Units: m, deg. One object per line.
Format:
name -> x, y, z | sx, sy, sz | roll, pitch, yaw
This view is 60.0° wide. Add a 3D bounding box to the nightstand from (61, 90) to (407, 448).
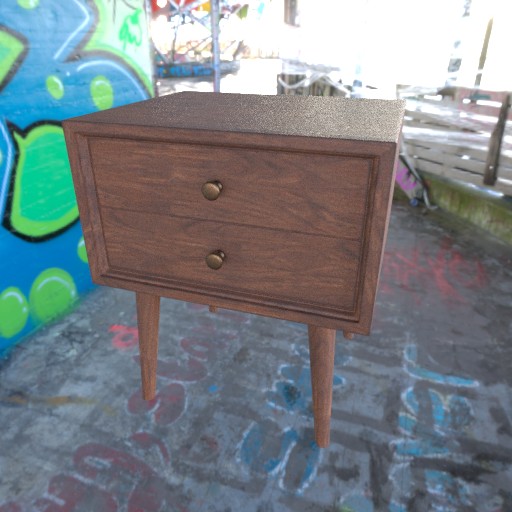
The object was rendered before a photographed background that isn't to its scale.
nightstand -> 0.000, 0.000, 0.953 | 0.521, 0.607, 0.445 | 9, 28, 17
